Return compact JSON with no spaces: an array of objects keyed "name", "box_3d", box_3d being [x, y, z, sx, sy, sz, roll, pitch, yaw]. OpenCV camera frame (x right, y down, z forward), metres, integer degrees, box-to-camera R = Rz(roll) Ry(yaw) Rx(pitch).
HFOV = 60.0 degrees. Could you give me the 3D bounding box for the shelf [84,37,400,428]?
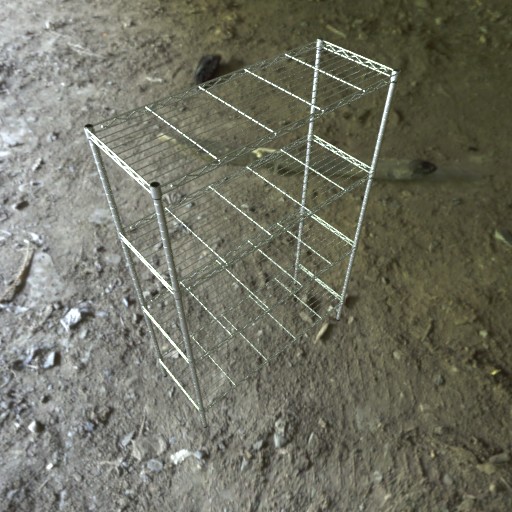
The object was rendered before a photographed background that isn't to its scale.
[{"name":"shelf","box_3d":[0.000,0.000,1.775,0.907,1.360,0.352,-32,55,-26]}]
